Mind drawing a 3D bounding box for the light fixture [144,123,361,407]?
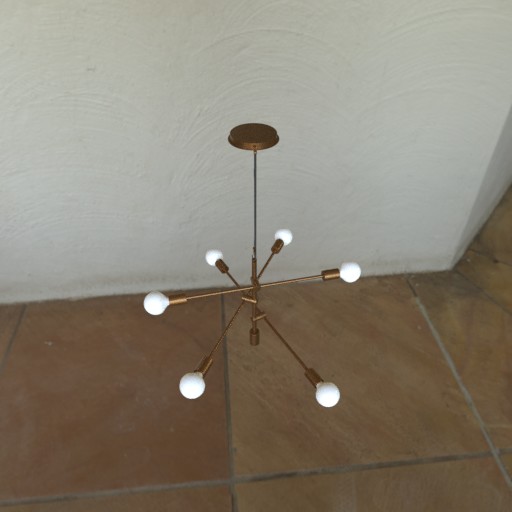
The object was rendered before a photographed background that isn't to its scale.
[{"bbox_3d":[0.000,0.000,1.274,0.637,0.744,0.682,-2,40,-2],"label":"light fixture"}]
